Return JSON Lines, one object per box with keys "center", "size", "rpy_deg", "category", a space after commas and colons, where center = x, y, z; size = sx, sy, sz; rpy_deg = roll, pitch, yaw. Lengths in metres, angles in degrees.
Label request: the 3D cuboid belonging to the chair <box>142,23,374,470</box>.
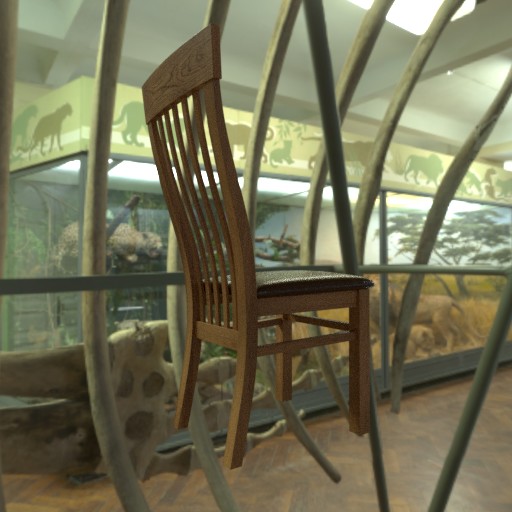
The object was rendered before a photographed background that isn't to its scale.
{"center": [0.000, 0.000, 1.340], "size": [0.580, 1.050, 0.450], "rpy_deg": [0, 0, -34], "category": "chair"}
